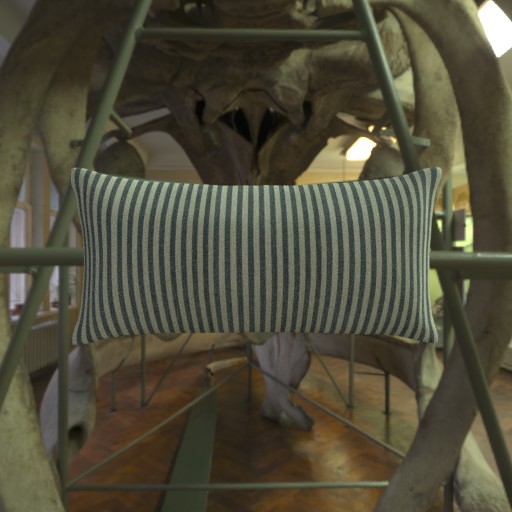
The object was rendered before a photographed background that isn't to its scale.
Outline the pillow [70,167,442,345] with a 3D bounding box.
[{"bbox_3d":[0.000,0.000,0.735,0.617,0.295,0.151,0,0,0],"label":"pillow"}]
